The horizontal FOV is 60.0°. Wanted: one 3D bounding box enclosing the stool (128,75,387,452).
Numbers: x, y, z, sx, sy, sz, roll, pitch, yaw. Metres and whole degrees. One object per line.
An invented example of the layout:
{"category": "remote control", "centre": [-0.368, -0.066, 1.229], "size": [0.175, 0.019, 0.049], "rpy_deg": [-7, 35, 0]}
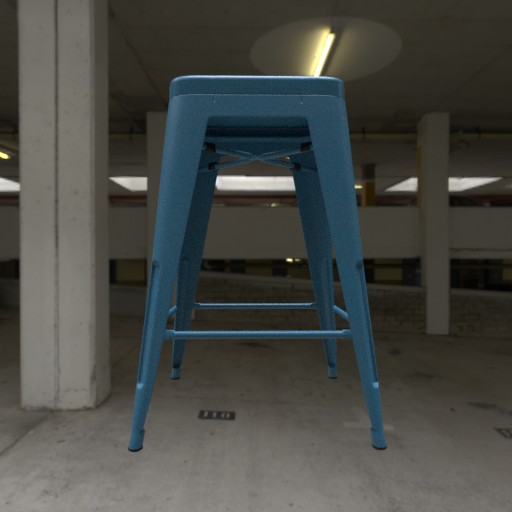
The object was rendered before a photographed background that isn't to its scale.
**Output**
{"category": "stool", "centre": [0.000, 0.000, 0.892], "size": [0.410, 0.608, 0.410], "rpy_deg": [0, 1, -1]}
